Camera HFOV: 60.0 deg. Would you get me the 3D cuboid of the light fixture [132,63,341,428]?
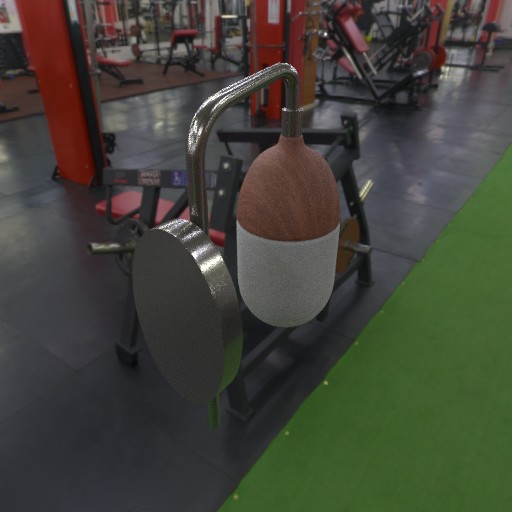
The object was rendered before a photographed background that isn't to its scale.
[{"bbox_3d":[0.000,0.000,0.434,0.108,0.343,0.216,21,36,33],"label":"light fixture"}]
